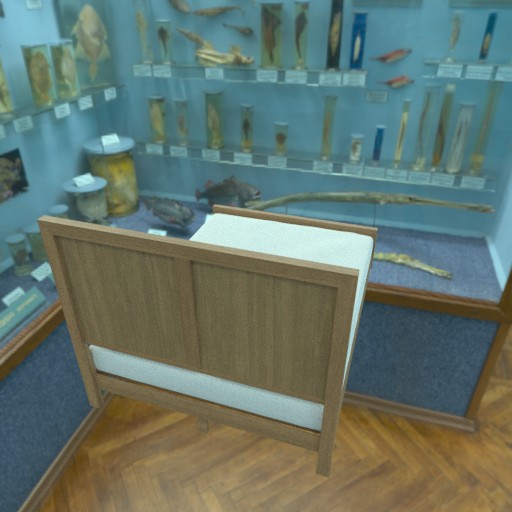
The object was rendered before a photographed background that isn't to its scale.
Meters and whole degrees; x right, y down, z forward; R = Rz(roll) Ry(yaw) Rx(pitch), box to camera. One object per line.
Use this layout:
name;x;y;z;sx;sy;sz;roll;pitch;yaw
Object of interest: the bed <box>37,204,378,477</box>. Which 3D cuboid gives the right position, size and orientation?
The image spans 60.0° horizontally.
bed;0.000;0.000;3.269;1.606;1.387;2.184;10;33;16
